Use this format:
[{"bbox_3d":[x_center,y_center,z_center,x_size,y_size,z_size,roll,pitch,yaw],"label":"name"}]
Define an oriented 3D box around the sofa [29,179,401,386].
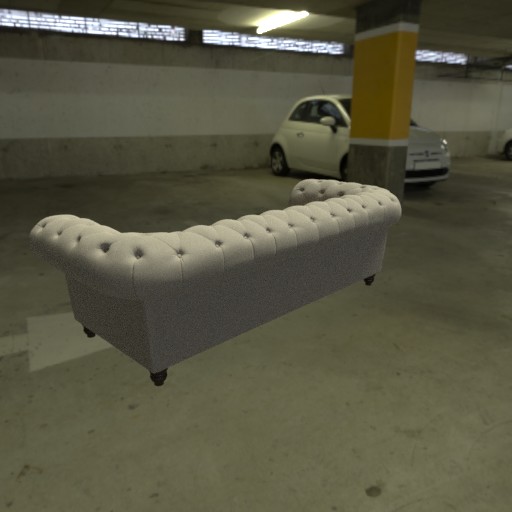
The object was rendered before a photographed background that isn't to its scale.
[{"bbox_3d":[0.000,0.000,2.836,0.991,0.749,2.411,16,23,42],"label":"sofa"}]
